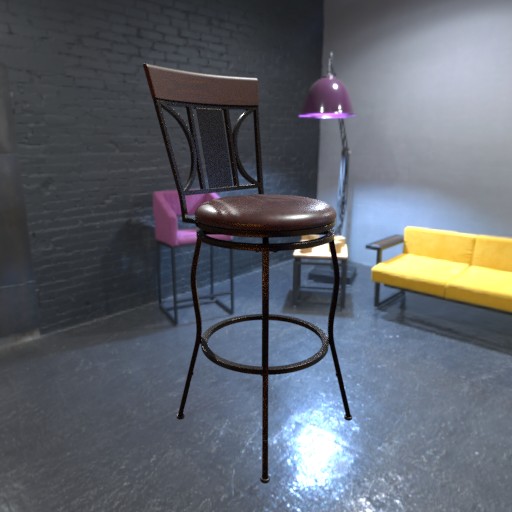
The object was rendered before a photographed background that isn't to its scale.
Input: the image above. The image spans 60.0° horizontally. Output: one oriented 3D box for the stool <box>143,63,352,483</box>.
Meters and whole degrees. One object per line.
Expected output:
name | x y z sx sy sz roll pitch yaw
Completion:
stool | 0.000 0.000 1.400 0.448 1.130 0.513 -14 20 -43
